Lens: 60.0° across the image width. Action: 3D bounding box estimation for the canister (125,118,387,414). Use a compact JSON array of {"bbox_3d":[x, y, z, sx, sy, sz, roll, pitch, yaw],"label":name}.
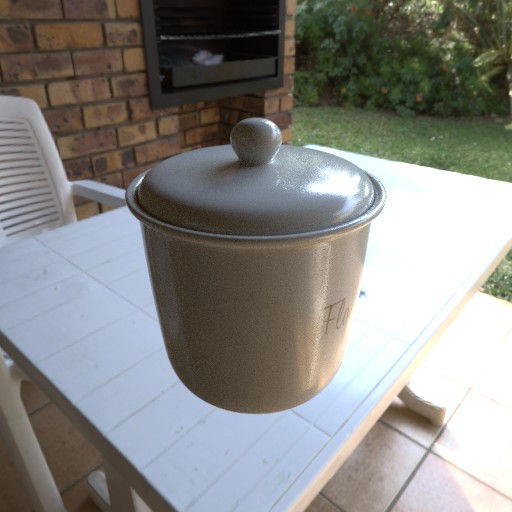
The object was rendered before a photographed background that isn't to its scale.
[{"bbox_3d":[0.000,0.000,0.345,0.182,0.208,0.182,0,28,0],"label":"canister"}]
